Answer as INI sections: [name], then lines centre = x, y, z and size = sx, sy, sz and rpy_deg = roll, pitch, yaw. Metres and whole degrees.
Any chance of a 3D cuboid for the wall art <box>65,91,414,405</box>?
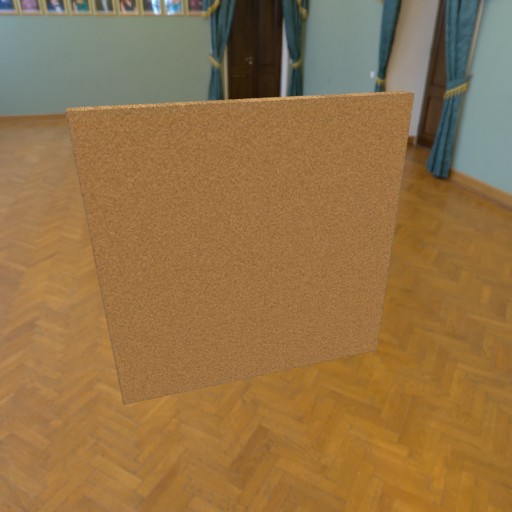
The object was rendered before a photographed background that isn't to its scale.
[wall art]
centre = 0.000, 0.000, 0.899
size = 0.611, 0.608, 0.042
rpy_deg = -8, 28, -15
